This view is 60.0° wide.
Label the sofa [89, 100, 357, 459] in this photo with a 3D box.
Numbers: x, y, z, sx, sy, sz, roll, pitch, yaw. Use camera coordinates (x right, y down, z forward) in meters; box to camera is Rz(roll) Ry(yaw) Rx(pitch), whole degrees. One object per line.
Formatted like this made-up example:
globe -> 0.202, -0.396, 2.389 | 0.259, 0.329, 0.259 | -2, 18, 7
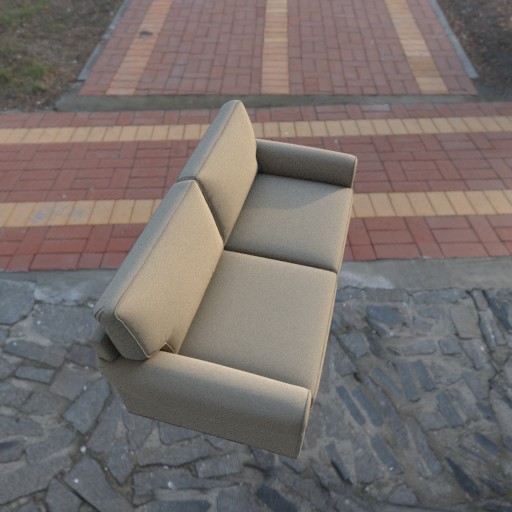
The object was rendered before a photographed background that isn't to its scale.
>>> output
sofa -> 0.000, 0.000, 2.471 | 0.940, 0.952, 1.930 | 11, 48, 10
